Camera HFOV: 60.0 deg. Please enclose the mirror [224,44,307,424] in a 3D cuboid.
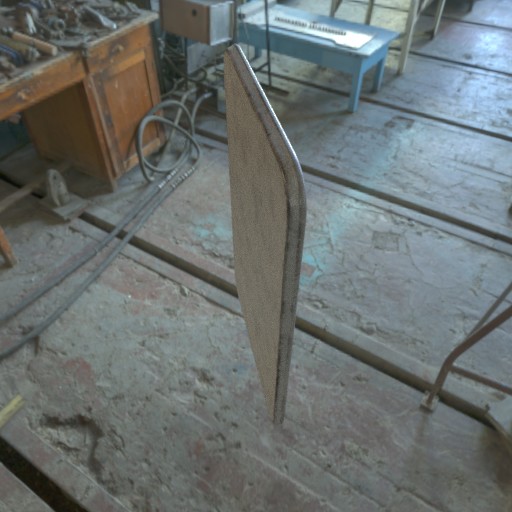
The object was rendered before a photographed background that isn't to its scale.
[{"bbox_3d":[0.000,0.000,0.915,0.024,0.713,0.461,-10,47,-9],"label":"mirror"}]
